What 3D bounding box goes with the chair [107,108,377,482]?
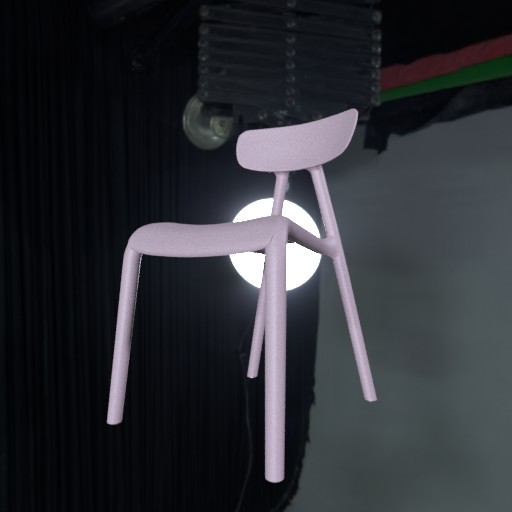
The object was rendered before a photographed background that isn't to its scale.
[{"bbox_3d":[0.000,0.000,0.823,0.356,0.580,0.401,0,0,36],"label":"chair"}]
